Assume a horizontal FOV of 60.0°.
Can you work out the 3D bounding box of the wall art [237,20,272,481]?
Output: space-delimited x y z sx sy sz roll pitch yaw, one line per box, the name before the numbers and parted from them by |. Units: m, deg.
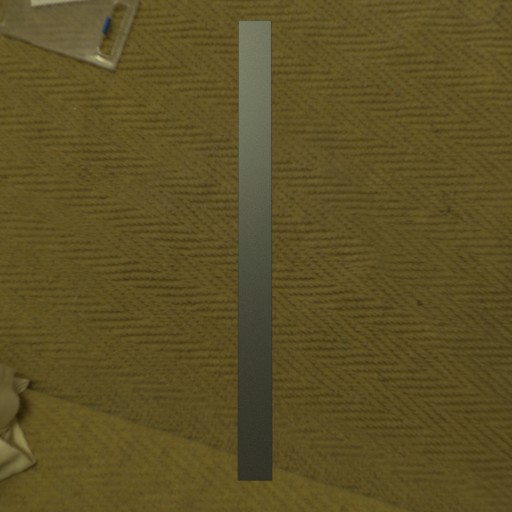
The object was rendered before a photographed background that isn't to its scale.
wall art | 0.000 0.000 0.739 0.037 0.506 0.506 0 87 0
